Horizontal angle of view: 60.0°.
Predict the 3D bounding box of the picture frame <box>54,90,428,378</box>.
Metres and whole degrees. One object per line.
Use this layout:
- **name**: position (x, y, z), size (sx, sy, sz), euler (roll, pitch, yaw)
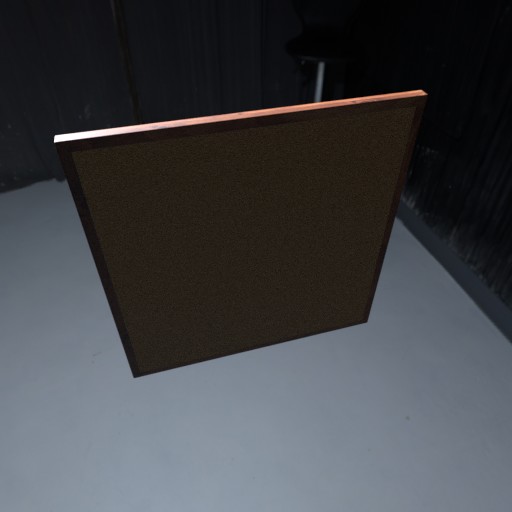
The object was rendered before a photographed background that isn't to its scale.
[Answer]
- **picture frame**: position (0.000, 0.000, 1.212), size (0.810, 0.817, 0.029), euler (-11, 44, -12)
